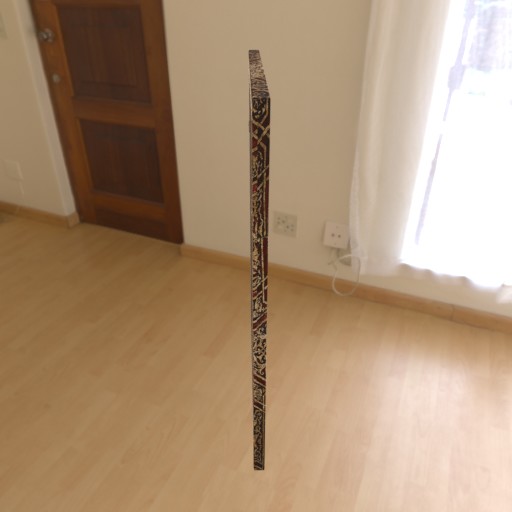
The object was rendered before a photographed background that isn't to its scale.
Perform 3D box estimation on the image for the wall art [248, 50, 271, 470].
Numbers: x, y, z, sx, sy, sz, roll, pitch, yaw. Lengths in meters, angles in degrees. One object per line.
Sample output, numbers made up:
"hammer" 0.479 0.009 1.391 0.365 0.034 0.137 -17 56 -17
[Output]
"wall art" 0.000 0.000 0.757 0.020 0.599 0.397 -1 31 -1
